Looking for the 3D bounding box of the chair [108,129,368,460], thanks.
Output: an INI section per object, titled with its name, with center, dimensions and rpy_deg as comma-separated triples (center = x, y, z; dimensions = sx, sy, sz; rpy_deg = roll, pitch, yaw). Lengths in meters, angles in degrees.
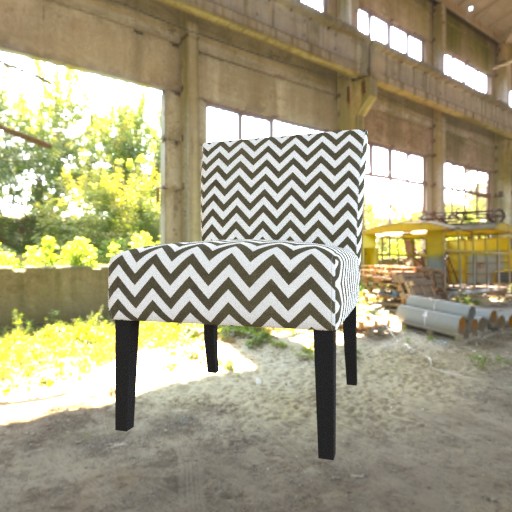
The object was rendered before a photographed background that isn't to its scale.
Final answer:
[chair]
center = 0.000, 0.000, 1.272
dimensions = 0.589, 0.838, 0.648
rpy_deg = 0, 0, 18
